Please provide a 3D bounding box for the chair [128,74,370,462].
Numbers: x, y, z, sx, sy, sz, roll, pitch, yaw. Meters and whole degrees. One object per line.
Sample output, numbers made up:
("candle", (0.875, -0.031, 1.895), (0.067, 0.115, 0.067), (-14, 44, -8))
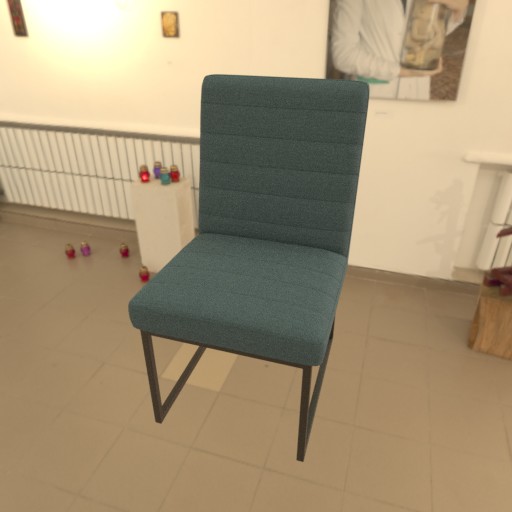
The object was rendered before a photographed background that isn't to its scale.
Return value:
("chair", (0.000, 0.000, 1.320), (0.520, 0.930, 0.634), (9, 31, 15))
